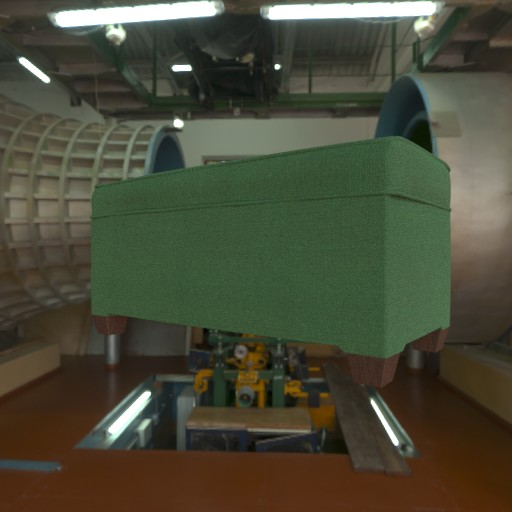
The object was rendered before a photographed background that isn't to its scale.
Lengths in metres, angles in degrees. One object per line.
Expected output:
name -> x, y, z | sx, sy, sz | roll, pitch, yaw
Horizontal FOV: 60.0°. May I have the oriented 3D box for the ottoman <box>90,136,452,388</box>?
ottoman -> 0.000, 0.000, 1.233 | 0.957, 0.471, 0.483 | 0, 1, 37
